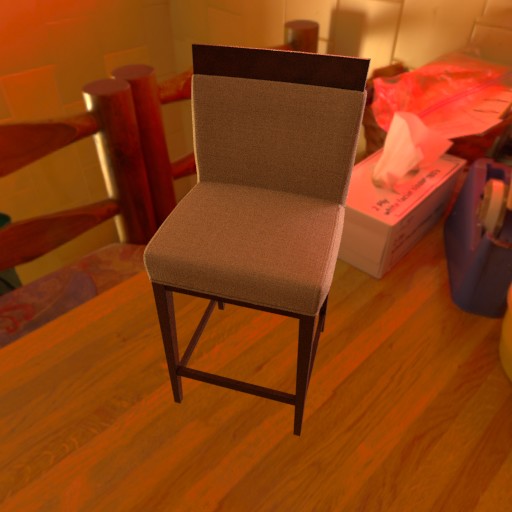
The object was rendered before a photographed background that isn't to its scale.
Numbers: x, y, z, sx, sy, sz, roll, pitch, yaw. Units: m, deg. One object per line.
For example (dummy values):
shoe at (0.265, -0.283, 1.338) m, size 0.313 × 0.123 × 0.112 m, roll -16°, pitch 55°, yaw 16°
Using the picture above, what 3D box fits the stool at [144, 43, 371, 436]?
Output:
stool at (0.000, 0.000, 1.279) m, size 0.463 × 1.011 × 0.480 m, roll 11°, pitch 42°, yaw 12°
